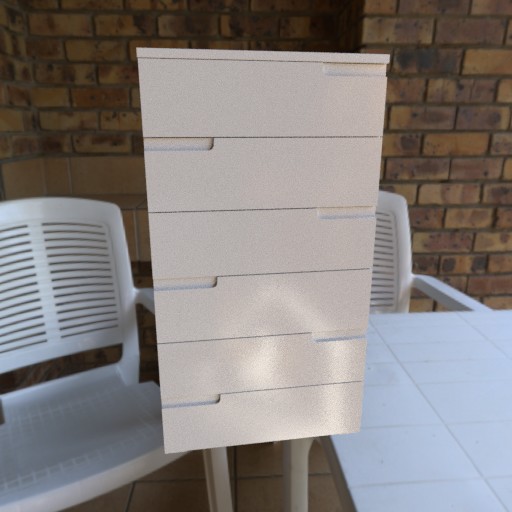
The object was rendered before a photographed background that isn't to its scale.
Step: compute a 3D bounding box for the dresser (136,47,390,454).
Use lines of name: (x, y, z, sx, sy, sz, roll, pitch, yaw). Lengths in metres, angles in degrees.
dresser: (0.000, 0.000, 1.473, 0.650, 1.190, 0.400, -3, 16, -9)
